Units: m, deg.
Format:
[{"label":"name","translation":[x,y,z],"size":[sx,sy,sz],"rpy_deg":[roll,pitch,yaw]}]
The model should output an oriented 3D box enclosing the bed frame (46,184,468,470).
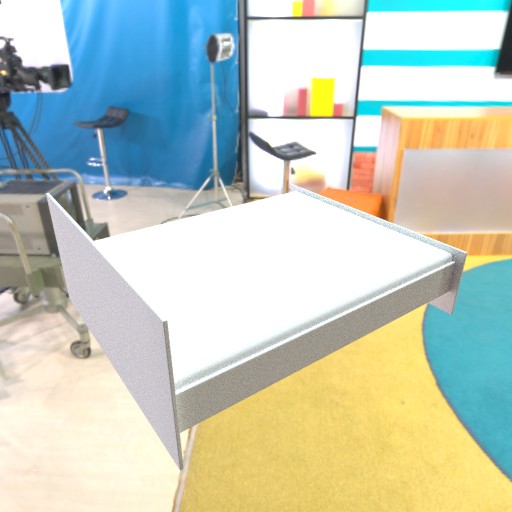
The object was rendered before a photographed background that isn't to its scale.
[{"label":"bed frame","translation":[0.000,0.000,2.921],"size":[2.060,0.800,1.720],"rpy_deg":[-18,32,-31]}]
